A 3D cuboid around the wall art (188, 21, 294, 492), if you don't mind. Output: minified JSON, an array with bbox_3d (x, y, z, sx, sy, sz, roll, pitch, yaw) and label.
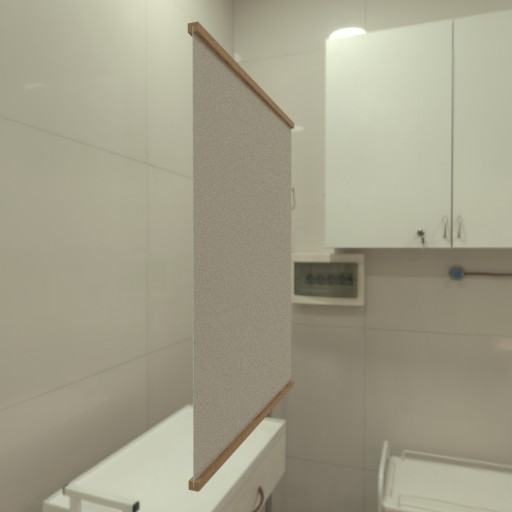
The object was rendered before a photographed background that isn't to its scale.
[{"bbox_3d":[0.000,0.000,0.671,0.012,0.508,0.405,0,1,20],"label":"wall art"}]
